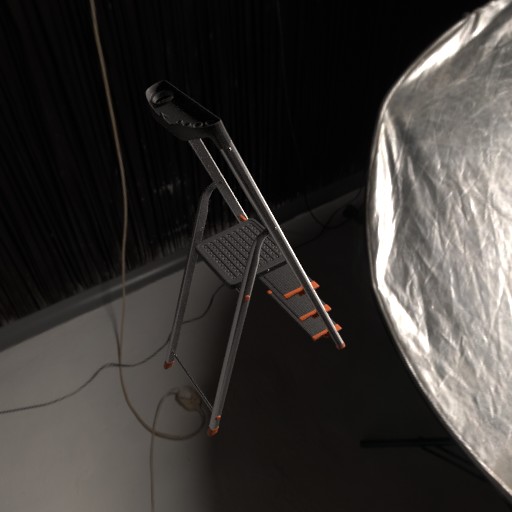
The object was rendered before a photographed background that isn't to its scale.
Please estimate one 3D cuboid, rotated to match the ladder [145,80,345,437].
[{"bbox_3d":[0.000,0.000,1.793,0.834,1.429,0.452,-26,50,-25],"label":"ladder"}]
